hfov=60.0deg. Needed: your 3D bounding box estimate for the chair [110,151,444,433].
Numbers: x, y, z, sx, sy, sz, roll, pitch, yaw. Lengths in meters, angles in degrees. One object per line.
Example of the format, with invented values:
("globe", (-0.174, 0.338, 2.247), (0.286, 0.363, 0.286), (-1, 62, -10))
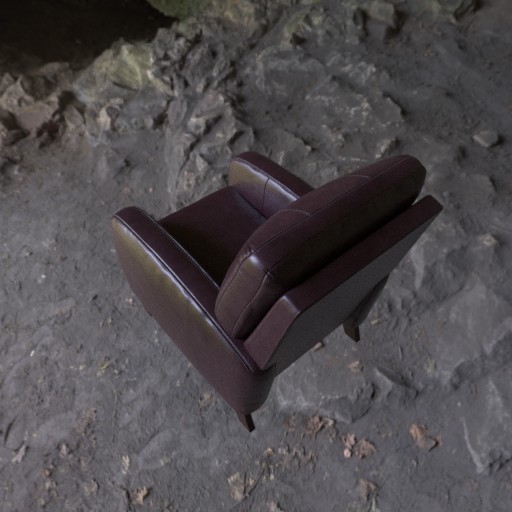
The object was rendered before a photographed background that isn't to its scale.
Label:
("chair", (0.000, 0.000, 1.691), (0.762, 0.990, 0.990), (-32, 54, -27))
